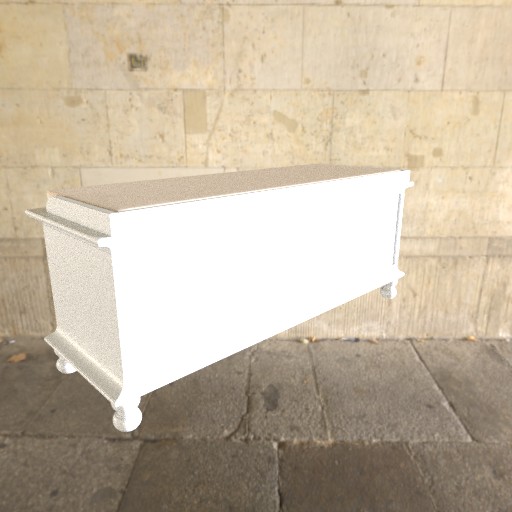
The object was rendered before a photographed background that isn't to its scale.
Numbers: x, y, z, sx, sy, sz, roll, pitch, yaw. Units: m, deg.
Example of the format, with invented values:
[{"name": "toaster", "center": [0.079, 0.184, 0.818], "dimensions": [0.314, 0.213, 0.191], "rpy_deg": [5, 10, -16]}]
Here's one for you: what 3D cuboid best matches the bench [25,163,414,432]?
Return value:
[{"name": "bench", "center": [0.000, 0.000, 1.394], "dimensions": [1.185, 0.486, 0.402], "rpy_deg": [-15, 23, -42]}]
